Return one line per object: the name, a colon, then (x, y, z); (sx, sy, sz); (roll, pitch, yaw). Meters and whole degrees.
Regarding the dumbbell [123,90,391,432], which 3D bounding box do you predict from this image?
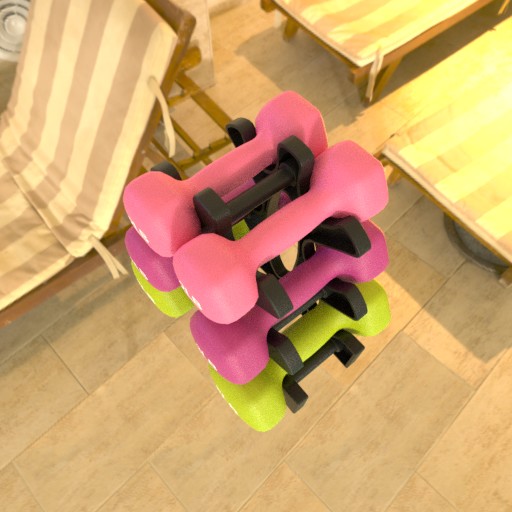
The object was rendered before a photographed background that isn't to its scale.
dumbbell: (0.000, 0.000, 0.441); (0.203, 0.261, 0.257); (-35, 67, -17)
